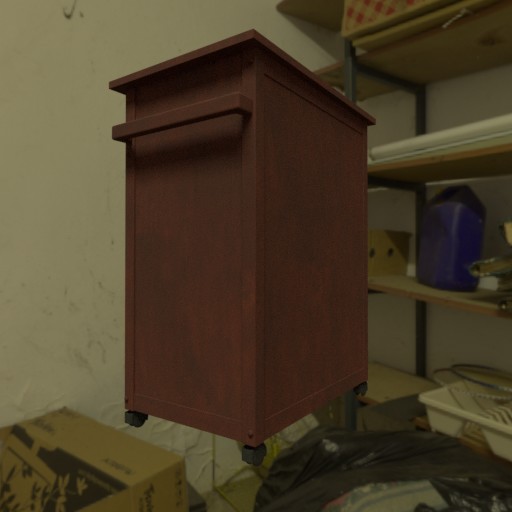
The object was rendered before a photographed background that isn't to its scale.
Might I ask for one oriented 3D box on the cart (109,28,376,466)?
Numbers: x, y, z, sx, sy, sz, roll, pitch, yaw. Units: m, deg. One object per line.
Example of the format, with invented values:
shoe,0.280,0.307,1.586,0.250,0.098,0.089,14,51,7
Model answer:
cart,0.000,0.000,1.236,0.442,0.864,0.683,0,-1,35
